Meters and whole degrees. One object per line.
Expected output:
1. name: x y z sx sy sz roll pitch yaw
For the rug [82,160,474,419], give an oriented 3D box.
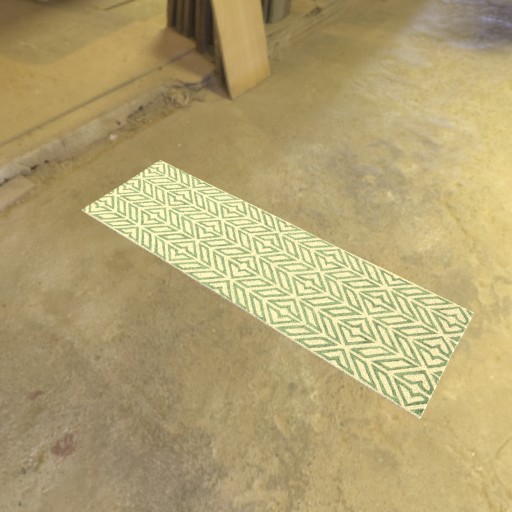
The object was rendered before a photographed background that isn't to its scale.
1. rug: 0.000 0.000 2.735 2.435 0.009 0.750 29 53 25
